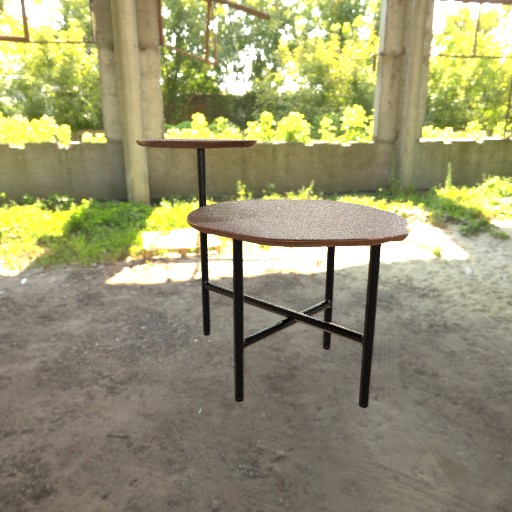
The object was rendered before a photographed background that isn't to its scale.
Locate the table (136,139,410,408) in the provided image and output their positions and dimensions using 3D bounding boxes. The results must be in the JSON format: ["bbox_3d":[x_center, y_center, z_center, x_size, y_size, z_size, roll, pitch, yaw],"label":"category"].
[{"bbox_3d":[0.000,0.000,1.071,0.759,0.538,0.442,15,21,42],"label":"table"}]
